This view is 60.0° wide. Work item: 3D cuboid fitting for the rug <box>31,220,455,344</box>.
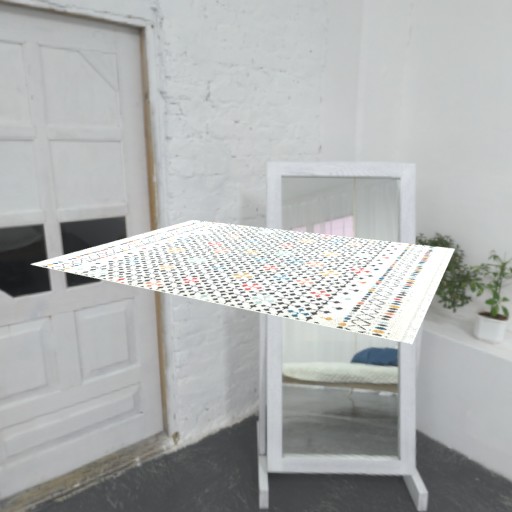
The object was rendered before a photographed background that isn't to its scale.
[{"bbox_3d":[0.000,0.000,4.124,3.196,0.007,2.354,8,17,27],"label":"rug"}]
